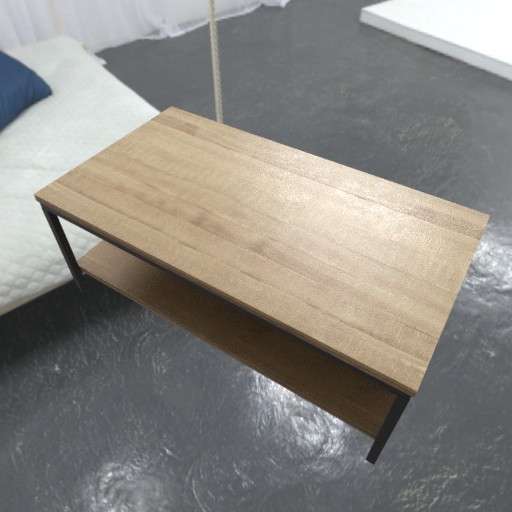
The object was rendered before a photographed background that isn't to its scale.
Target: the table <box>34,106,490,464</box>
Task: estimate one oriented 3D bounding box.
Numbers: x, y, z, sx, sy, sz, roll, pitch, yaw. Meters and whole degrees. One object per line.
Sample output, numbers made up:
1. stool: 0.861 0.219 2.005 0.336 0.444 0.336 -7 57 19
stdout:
1. table: 0.000 0.000 1.310 1.062 0.393 0.574 25 51 22
